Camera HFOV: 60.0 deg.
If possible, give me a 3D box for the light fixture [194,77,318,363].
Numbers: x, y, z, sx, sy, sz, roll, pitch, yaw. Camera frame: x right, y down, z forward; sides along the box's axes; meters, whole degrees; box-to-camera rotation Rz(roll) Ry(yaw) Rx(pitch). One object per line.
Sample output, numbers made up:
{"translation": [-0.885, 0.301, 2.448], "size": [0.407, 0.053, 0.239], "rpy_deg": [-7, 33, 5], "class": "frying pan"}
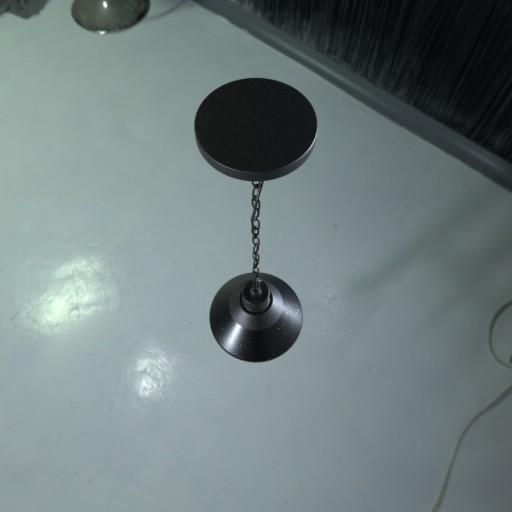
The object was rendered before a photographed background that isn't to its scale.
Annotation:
{"translation": [0.000, 0.000, 0.692], "size": [0.201, 0.588, 0.201], "rpy_deg": [34, 69, 15], "class": "light fixture"}
